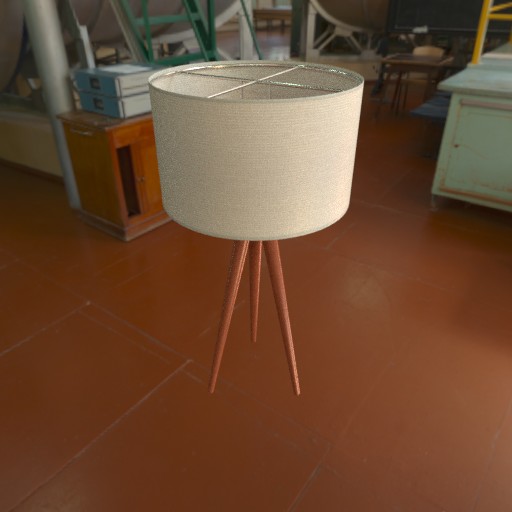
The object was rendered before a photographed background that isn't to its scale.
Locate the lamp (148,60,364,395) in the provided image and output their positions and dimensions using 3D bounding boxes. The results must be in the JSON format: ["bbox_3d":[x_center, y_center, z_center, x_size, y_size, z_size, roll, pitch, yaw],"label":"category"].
[{"bbox_3d":[0.000,0.000,0.928,0.354,0.709,0.355,-11,33,-17],"label":"lamp"}]
